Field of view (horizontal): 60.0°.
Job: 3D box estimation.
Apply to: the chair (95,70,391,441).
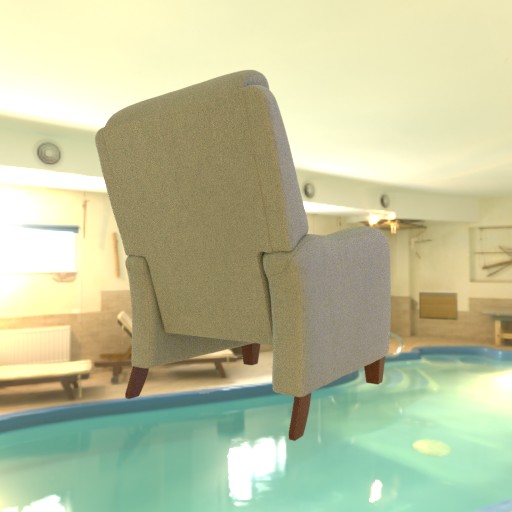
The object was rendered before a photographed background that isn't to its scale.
[{"bbox_3d":[0.000,0.000,1.737,0.785,1.067,0.988,-1,-2,35],"label":"chair"}]
